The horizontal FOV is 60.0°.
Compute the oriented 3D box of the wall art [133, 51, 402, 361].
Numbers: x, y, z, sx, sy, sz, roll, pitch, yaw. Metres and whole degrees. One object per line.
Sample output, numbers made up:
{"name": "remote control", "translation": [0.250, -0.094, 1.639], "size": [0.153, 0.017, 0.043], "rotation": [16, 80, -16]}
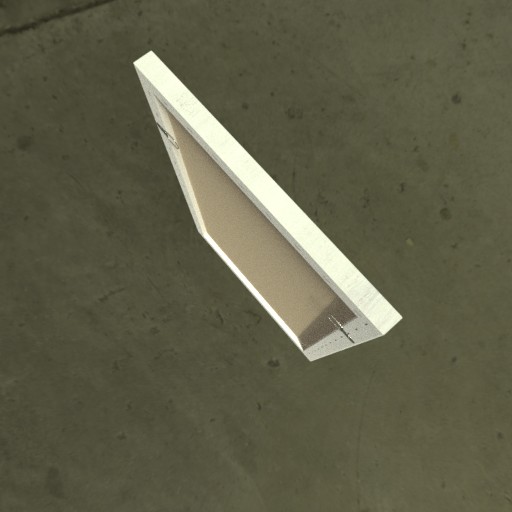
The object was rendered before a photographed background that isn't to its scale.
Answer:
{"name": "wall art", "translation": [0.000, 0.000, 1.159], "size": [0.043, 0.914, 0.624], "rotation": [-39, 78, -10]}
